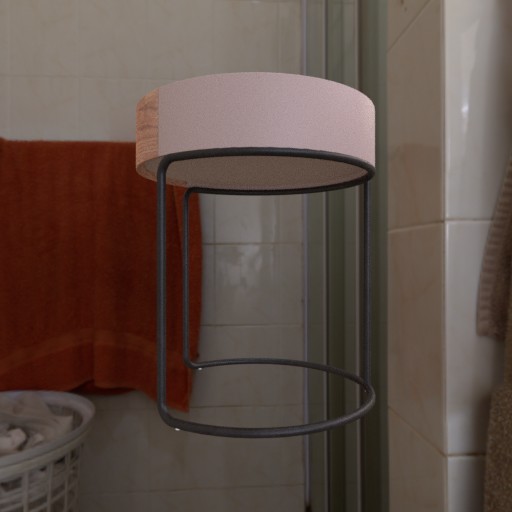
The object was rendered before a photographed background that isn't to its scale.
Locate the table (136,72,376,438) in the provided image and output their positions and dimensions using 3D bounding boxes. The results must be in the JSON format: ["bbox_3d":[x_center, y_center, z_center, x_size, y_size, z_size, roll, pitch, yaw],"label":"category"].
[{"bbox_3d":[0.000,0.000,0.861,0.450,0.530,0.450,0,0,0],"label":"table"}]
